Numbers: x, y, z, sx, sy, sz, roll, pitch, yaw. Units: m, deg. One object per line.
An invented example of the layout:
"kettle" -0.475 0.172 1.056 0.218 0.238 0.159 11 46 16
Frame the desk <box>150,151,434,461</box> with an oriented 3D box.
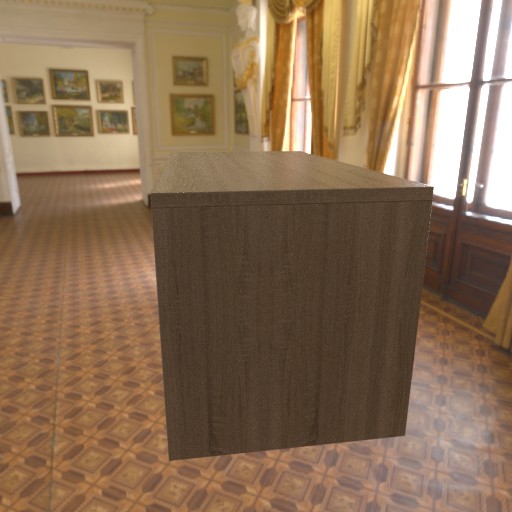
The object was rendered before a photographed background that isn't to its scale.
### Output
"desk" 0.000 0.000 1.813 0.690 0.745 1.380 -2 17 -8
